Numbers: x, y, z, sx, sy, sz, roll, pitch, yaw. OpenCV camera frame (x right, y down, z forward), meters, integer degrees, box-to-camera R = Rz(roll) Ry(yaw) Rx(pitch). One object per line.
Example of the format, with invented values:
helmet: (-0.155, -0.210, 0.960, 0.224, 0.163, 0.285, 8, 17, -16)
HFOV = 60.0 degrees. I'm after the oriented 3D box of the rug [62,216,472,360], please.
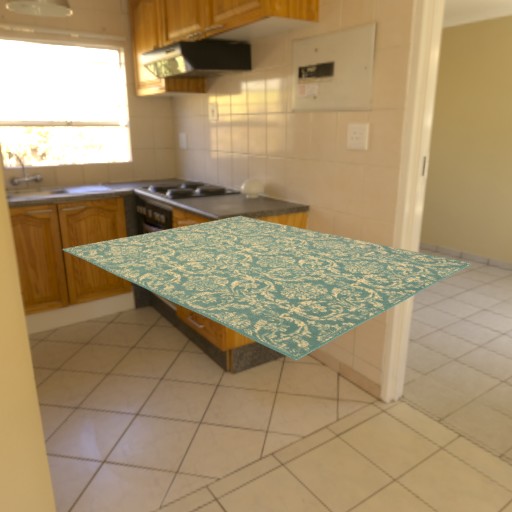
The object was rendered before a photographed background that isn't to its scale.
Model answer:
rug: (0.000, 0.000, 4.096, 2.363, 0.012, 2.980, -16, 23, -42)
